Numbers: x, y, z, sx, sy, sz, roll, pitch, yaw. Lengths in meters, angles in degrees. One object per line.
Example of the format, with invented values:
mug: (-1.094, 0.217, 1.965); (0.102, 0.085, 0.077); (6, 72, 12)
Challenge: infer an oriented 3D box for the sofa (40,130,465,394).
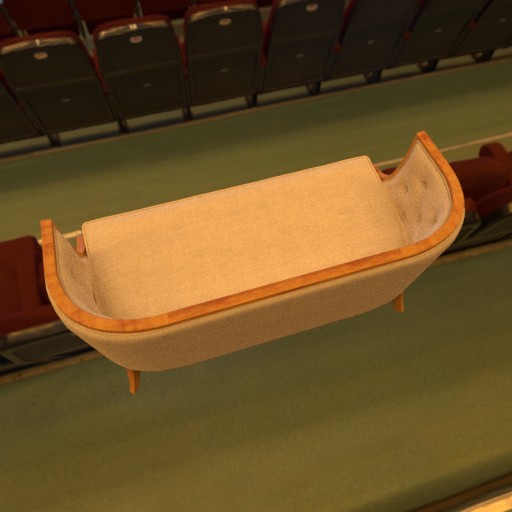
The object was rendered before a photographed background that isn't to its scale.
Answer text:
sofa: (0.000, 0.000, 1.871); (1.474, 0.775, 0.770); (-15, 60, -9)
